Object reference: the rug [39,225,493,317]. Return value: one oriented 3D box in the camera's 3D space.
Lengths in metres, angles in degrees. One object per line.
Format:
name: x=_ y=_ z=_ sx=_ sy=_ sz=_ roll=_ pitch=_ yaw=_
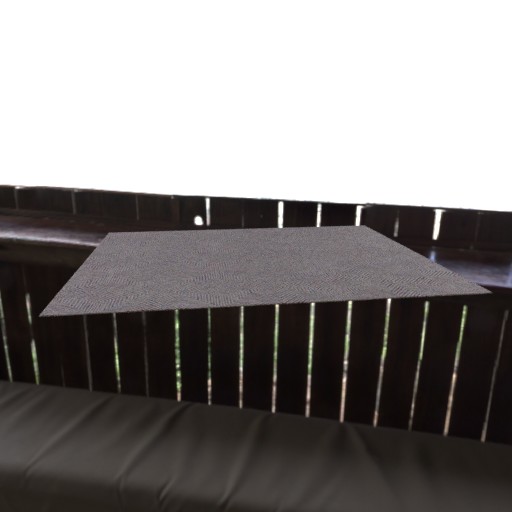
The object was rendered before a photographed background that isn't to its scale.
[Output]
rug: x=0.000 y=0.000 z=4.098 sx=3.046 sy=0.008 sz=2.442 roll=-2 pitch=15 yaw=-8
